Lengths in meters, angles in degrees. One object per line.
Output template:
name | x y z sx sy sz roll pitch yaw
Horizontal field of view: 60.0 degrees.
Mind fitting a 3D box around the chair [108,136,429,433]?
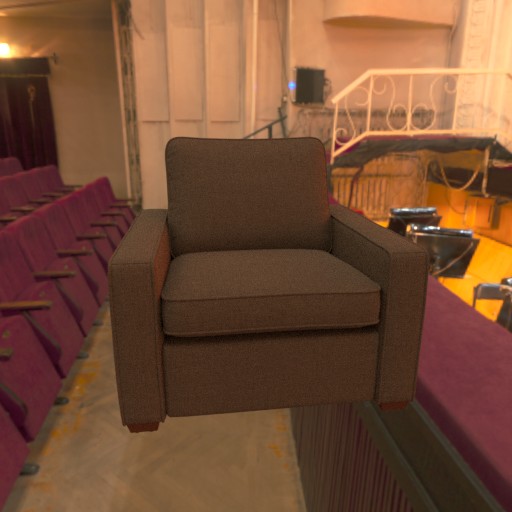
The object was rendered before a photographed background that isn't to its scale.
chair | 0.000 0.000 1.783 1.017 0.919 0.940 -2 16 -8
